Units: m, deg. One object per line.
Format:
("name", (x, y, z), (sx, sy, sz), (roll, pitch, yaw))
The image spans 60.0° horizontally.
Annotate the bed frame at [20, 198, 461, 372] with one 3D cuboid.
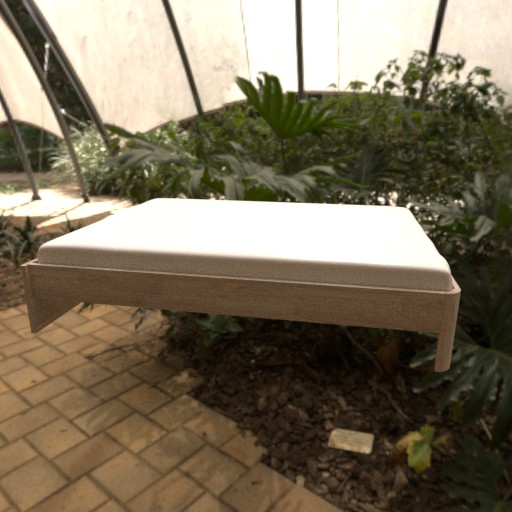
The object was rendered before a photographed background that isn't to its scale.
("bed frame", (0.000, 0.000, 2.622), (1.950, 0.462, 1.490), (3, 17, 11))
